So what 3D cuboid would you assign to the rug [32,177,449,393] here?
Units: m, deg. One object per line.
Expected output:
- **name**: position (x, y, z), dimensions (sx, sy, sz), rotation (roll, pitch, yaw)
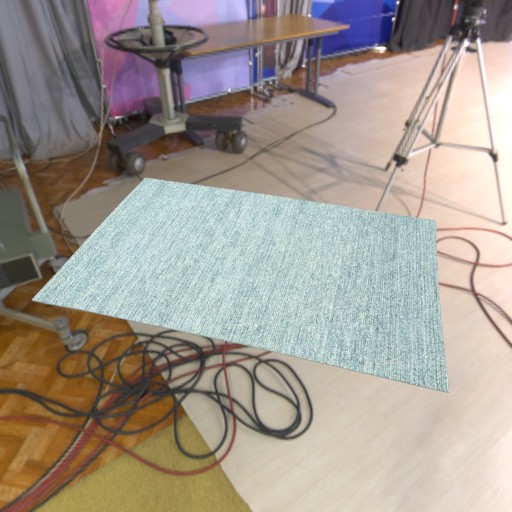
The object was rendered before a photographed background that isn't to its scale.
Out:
- **rug**: position (0.000, 0.000, 2.309), dimensions (1.853, 0.022, 1.174), rotation (10, 41, 12)
